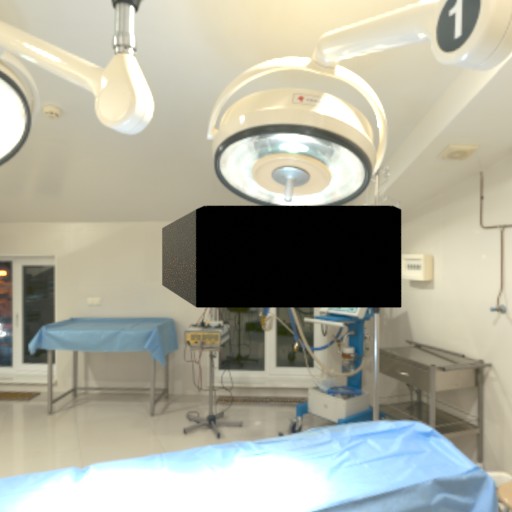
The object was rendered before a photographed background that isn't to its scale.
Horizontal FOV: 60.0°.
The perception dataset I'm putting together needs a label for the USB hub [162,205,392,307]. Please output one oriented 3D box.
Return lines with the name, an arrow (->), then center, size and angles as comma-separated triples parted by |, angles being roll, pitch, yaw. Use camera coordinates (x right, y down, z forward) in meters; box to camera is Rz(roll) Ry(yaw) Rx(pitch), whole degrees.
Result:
USB hub -> 0.000, 0.000, 0.130 | 0.044, 0.023, 0.110 | 0, 0, -18
